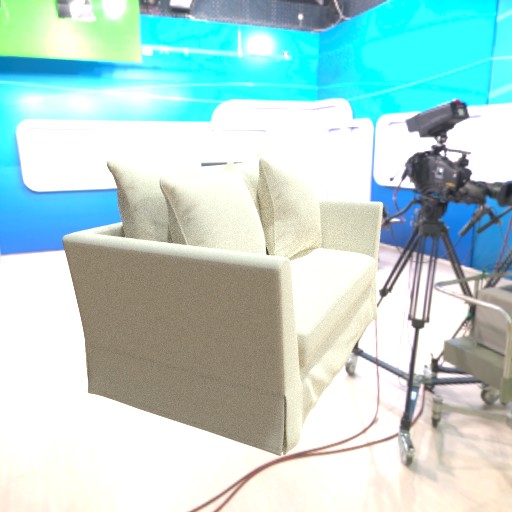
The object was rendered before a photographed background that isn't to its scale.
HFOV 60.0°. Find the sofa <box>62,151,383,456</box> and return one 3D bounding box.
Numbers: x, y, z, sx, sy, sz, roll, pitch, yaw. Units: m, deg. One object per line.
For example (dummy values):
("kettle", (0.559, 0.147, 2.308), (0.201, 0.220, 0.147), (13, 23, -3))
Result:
("sofa", (0.000, 0.000, 2.320), (1.026, 1.039, 1.608), (7, 16, 26))
